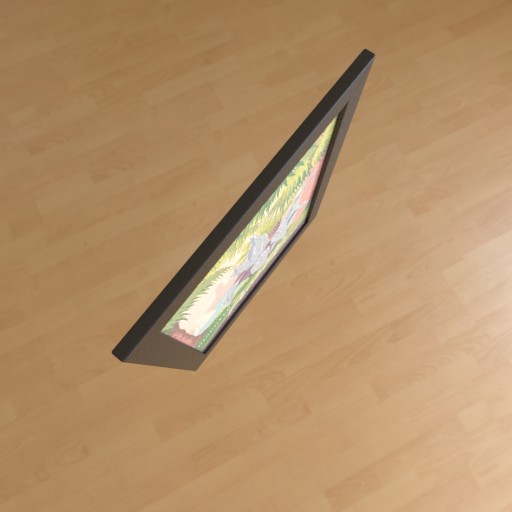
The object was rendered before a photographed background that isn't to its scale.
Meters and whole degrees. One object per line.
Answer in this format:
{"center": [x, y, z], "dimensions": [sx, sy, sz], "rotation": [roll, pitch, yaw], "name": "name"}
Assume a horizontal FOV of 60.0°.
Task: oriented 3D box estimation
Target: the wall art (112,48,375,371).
{"center": [0.000, 0.000, 0.795], "dimensions": [0.018, 0.582, 0.481], "rotation": [36, 78, 9], "name": "wall art"}
